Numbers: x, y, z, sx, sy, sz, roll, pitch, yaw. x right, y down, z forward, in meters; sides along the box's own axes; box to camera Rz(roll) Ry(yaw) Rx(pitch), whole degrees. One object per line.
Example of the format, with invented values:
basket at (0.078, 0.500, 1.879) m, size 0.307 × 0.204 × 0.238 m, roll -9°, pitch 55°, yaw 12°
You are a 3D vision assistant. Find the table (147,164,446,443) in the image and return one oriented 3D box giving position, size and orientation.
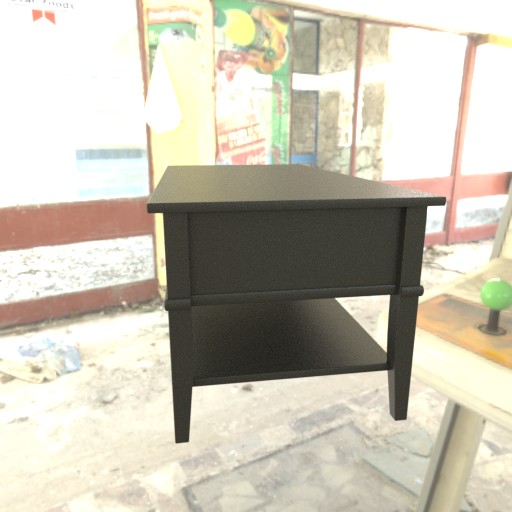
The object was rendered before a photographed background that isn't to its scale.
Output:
table at (0.000, 0.000, 1.309) m, size 0.523 × 0.470 × 1.044 m, roll -2°, pitch 15°, yaw -9°
